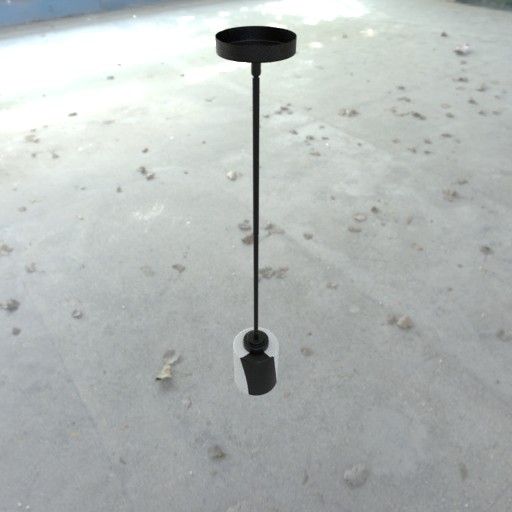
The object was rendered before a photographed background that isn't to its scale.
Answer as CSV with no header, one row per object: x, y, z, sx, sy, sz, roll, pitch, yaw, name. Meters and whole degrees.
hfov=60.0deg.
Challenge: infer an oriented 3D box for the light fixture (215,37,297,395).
0.000,0.000,0.944,0.123,0.863,0.123,-25,45,-27,light fixture
